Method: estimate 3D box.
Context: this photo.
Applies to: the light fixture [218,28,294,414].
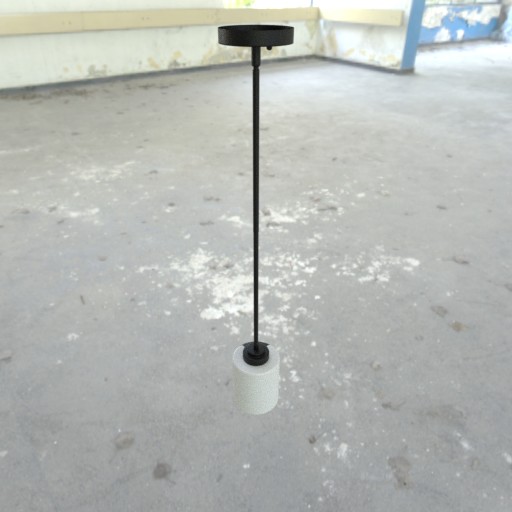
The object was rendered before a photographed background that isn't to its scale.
[{"bbox_3d":[0.000,0.000,0.939,0.123,0.863,0.123,-21,37,-30],"label":"light fixture"}]
